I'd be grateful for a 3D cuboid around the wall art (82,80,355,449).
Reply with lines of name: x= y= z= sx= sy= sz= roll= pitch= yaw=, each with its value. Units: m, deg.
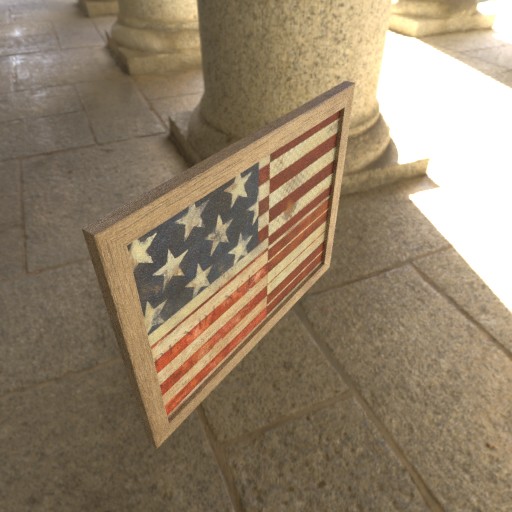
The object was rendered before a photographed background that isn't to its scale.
wall art: x=0.000 y=0.000 z=0.931 sx=0.026 sy=0.535 sz=0.690 roll=26 pitch=46 yaw=28
